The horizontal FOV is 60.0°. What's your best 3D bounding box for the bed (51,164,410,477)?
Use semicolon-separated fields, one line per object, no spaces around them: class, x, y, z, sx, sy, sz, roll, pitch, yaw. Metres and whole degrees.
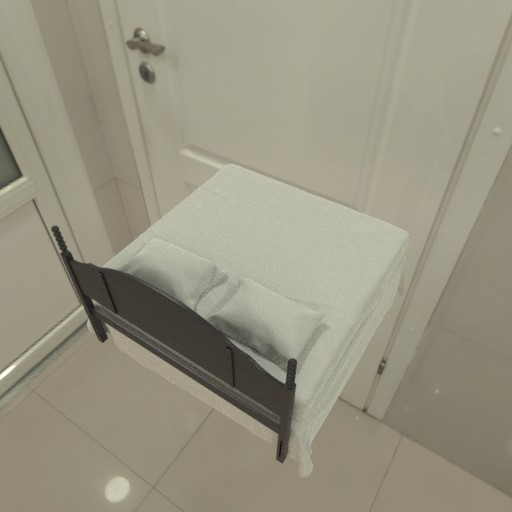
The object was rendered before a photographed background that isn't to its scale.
bed;0.000;0.000;3.741;2.322;1.355;2.219;25;51;23
